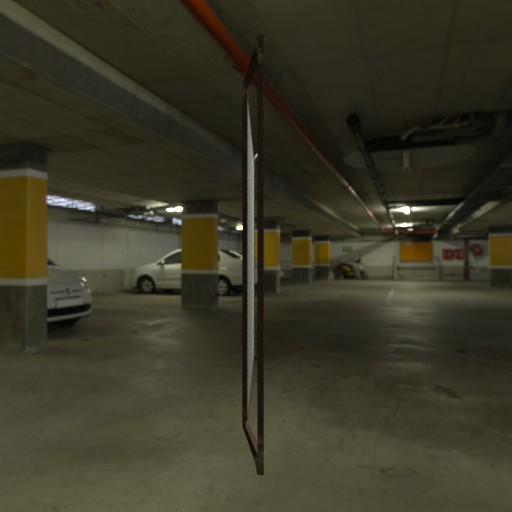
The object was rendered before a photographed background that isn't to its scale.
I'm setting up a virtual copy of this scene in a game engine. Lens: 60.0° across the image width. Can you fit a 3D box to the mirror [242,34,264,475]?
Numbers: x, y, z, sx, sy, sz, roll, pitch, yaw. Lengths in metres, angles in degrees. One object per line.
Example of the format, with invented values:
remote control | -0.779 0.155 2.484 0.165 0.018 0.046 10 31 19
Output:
mirror | 0.000 0.000 0.919 0.032 0.610 0.610 0 -1 1
